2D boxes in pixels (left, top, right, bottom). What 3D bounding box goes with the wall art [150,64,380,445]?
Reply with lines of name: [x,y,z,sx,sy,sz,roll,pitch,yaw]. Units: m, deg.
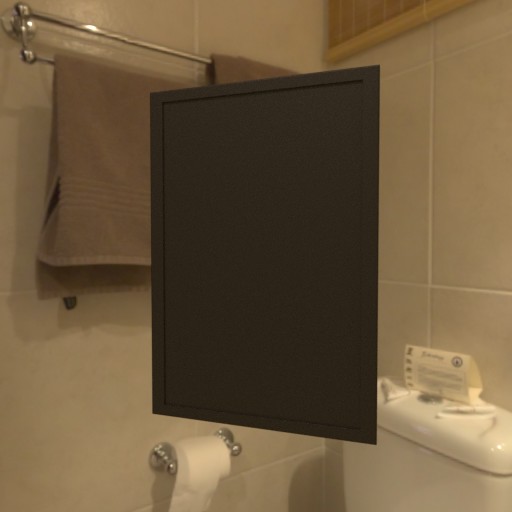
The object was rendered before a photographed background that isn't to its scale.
wall art: [0.000,0.000,0.846,0.451,0.661,0.012,1,2,18]
